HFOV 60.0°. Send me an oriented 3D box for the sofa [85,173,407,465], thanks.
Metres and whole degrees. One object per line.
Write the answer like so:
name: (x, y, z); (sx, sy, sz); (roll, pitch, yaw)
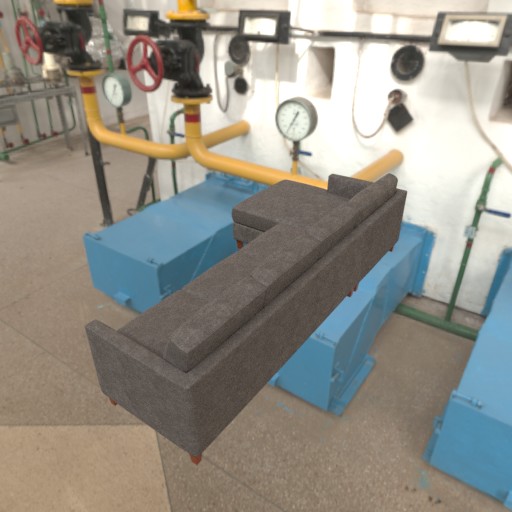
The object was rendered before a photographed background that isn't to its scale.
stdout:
sofa: (0.000, 0.000, 4.141); (1.606, 0.954, 3.471); (20, 37, 30)
